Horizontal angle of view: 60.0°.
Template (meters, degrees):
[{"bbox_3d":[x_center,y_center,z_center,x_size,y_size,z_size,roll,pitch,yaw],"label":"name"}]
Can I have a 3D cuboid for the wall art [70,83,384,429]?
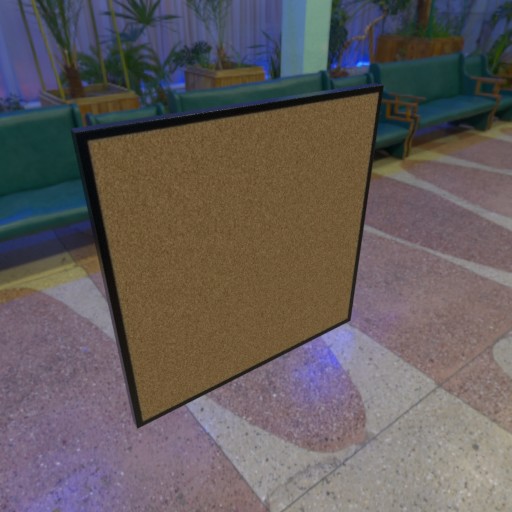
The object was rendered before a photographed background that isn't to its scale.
[{"bbox_3d":[0.000,0.000,0.522,0.349,0.349,0.014,-20,36,-29],"label":"wall art"}]
